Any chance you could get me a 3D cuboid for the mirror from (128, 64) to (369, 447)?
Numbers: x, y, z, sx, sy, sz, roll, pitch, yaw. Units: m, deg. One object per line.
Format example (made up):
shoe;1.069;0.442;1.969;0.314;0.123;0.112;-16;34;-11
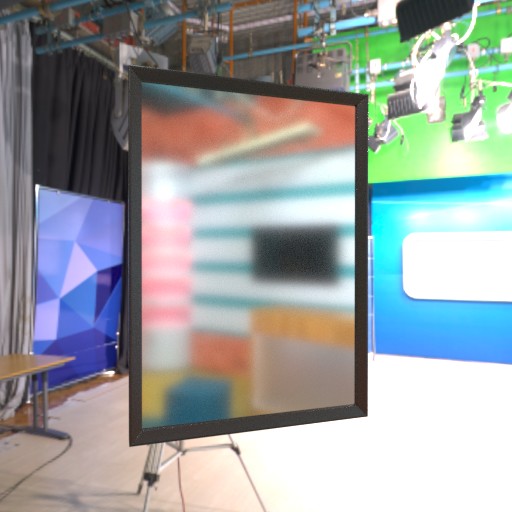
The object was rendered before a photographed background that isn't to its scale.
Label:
mirror;0.000;0.000;0.918;0.507;0.710;0.039;0;0;-18
